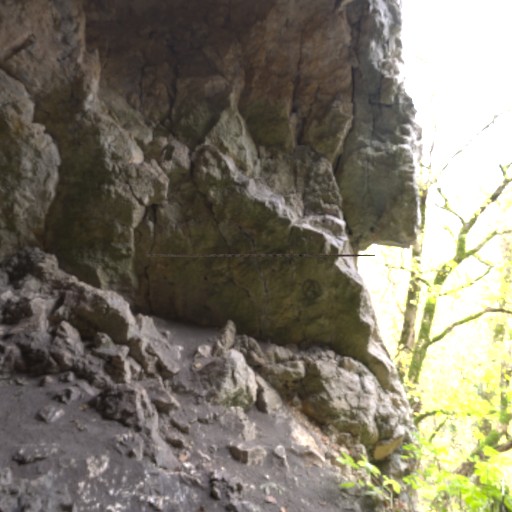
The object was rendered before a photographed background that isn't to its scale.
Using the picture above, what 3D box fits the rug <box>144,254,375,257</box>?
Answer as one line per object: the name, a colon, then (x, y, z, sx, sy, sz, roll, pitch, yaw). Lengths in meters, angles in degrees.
rug: (0.000, 0.000, 2.680, 0.771, 0.009, 2.443, 0, 0, -1)
